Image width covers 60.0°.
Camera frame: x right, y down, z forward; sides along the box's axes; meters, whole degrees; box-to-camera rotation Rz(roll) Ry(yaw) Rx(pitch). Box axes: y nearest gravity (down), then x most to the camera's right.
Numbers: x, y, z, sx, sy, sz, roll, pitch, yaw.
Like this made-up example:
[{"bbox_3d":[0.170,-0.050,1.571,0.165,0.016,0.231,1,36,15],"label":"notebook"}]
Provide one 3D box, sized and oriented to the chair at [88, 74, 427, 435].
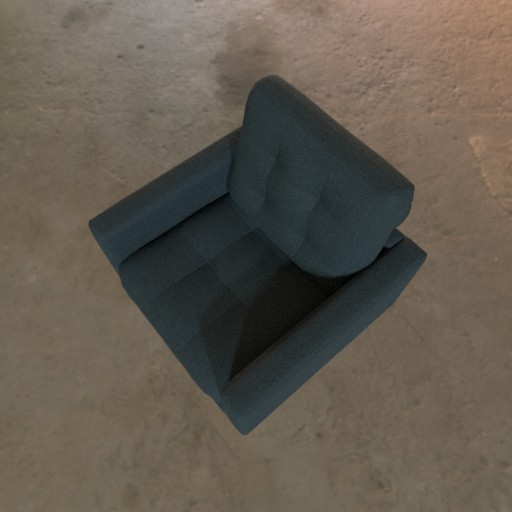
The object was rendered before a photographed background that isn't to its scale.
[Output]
[{"bbox_3d":[0.000,0.000,1.553,0.843,0.880,0.821,-37,68,-17],"label":"chair"}]
